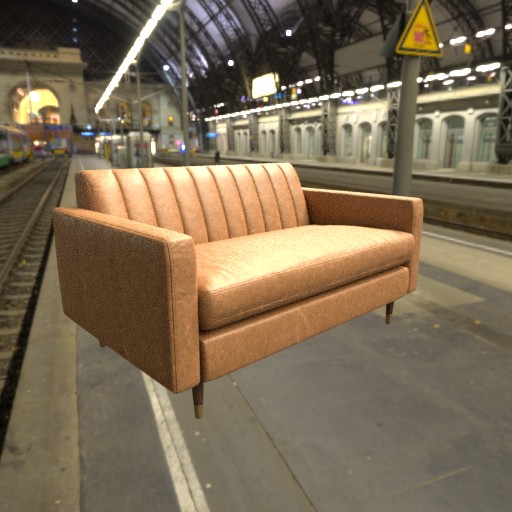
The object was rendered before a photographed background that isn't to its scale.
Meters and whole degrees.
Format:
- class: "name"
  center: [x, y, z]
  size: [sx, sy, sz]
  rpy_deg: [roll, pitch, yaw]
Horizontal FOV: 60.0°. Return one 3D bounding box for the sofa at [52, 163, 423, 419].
- class: "sofa"
  center: [0.000, 0.000, 2.120]
  size: [1.549, 0.820, 0.960]
  rpy_deg: [-13, 19, -41]
